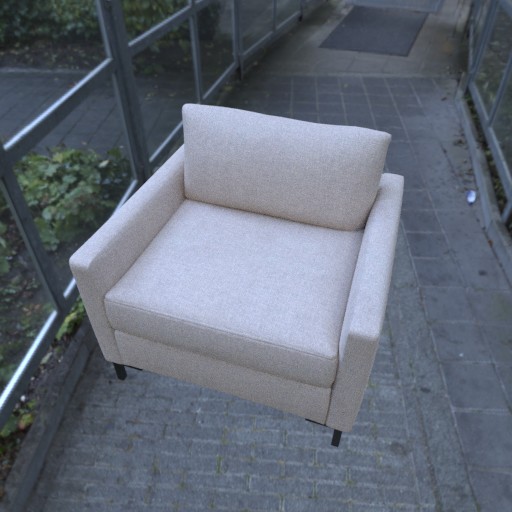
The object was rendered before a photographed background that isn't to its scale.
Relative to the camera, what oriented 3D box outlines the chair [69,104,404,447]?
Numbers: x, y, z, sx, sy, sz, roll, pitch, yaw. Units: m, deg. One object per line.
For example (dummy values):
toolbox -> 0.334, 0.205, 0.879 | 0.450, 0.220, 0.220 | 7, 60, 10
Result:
chair -> 0.000, 0.000, 1.647 | 0.963, 0.861, 0.866 | 12, 42, 14
